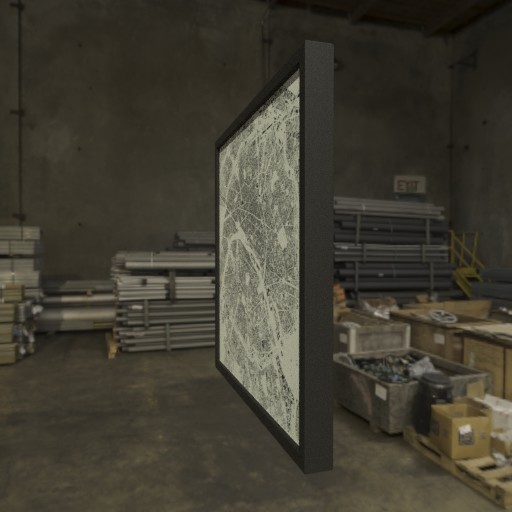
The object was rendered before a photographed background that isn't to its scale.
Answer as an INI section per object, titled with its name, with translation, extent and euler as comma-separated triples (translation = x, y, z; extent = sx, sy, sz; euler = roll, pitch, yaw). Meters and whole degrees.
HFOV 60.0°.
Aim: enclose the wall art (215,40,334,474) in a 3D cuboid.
[wall art]
translation = 0.000, 0.000, 0.764
extent = 0.037, 0.508, 0.508
euler = 0, 1, -17
